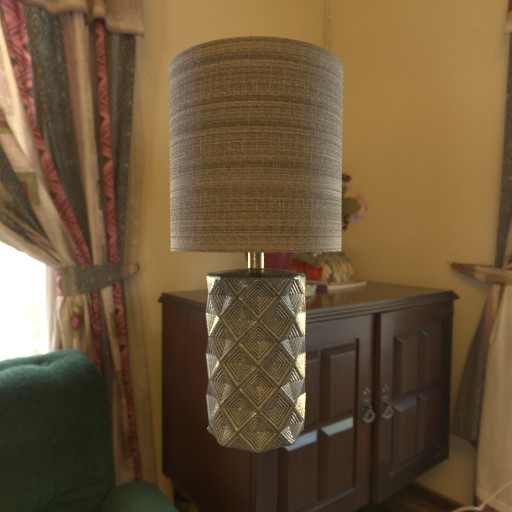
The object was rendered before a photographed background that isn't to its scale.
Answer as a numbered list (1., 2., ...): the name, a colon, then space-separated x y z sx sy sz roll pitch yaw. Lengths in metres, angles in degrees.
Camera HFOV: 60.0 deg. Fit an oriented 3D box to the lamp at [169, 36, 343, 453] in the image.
1. lamp: 0.000 0.000 0.705 0.269 0.566 0.268 1 2 36
